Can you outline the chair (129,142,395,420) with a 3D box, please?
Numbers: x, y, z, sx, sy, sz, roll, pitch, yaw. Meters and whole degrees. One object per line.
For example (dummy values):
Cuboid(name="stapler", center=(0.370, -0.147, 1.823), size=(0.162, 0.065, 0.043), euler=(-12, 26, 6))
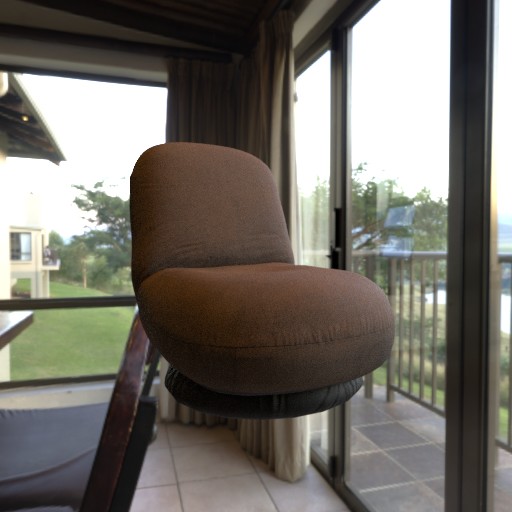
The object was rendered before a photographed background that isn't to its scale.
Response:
Cuboid(name="chair", center=(0.000, 0.000, 1.026), size=(0.521, 0.594, 0.597), euler=(-1, 3, -35))
